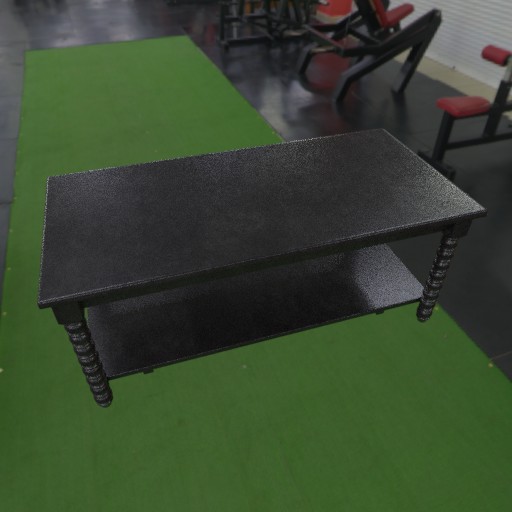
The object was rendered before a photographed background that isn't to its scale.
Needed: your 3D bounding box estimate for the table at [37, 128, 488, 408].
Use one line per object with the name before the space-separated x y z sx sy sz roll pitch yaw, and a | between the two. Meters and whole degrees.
table | 0.000 0.000 1.448 1.171 0.487 0.580 -12 41 -14
